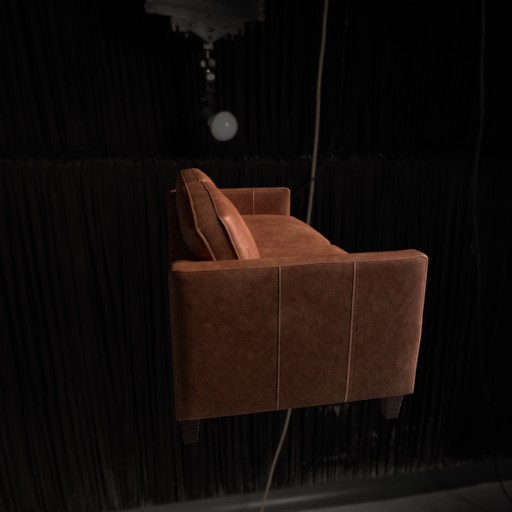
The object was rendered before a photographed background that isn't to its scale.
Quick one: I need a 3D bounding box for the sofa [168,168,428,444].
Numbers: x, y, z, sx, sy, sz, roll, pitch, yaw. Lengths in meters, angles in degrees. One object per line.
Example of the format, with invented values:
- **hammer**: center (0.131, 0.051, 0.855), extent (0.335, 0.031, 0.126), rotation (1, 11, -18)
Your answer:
- **sofa**: center (0.000, 0.000, 2.434), extent (0.923, 0.863, 1.971), rotation (-3, 16, -10)
